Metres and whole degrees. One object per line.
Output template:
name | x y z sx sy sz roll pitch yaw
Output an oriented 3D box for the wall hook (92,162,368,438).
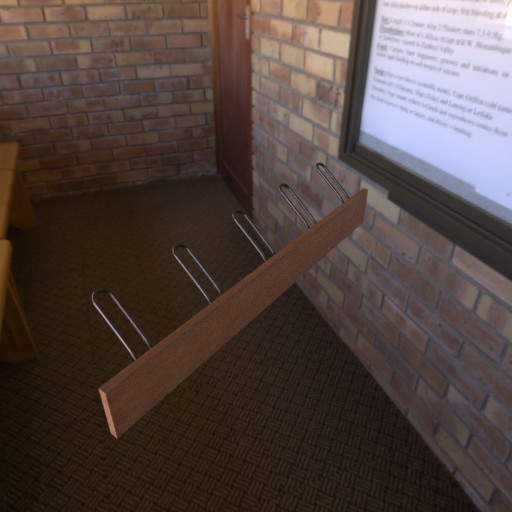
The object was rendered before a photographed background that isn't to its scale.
wall hook | 0.000 0.000 0.607 0.076 0.116 0.554 22 38 30
